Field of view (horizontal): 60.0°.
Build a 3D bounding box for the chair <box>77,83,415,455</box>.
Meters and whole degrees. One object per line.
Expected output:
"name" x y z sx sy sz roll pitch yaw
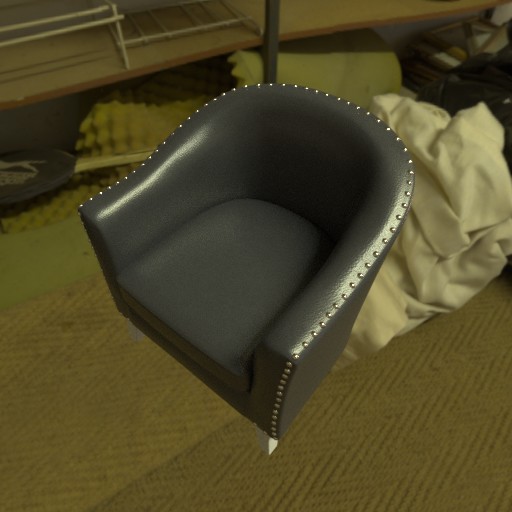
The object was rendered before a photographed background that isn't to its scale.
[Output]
"chair" 0.000 0.000 1.433 0.794 0.823 0.748 31 54 26
